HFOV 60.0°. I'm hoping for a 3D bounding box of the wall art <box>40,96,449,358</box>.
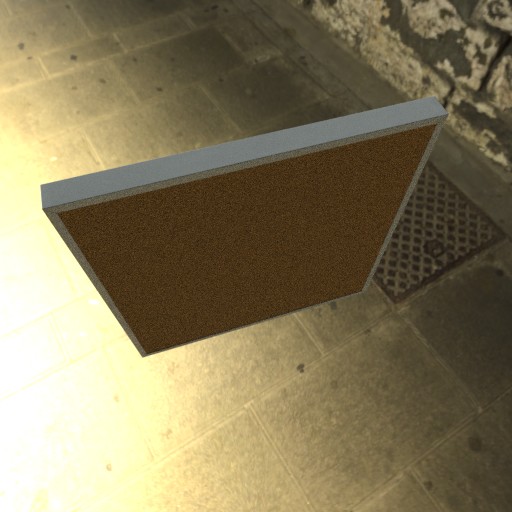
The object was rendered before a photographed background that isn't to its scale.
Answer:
[{"bbox_3d":[0.000,0.000,0.755,0.508,0.508,0.037,-15,60,-9],"label":"wall art"}]
